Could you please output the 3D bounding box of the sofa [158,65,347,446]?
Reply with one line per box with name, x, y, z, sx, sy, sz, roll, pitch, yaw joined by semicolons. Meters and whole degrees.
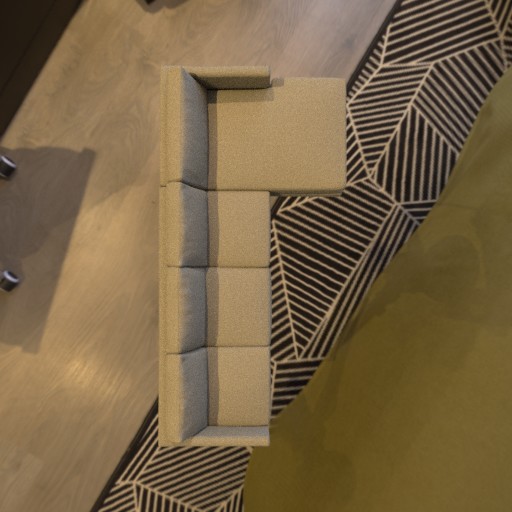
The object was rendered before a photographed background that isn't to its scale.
sofa;0.000;0.000;3.919;1.625;0.861;3.186;0;90;0
